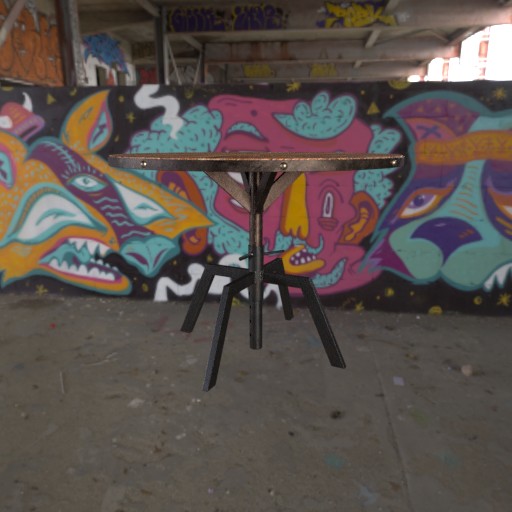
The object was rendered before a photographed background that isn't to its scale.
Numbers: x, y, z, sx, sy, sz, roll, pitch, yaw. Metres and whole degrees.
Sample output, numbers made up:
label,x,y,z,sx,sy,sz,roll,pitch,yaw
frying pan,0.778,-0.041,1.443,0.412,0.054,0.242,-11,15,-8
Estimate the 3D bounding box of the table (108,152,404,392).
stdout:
label,x,y,z,sx,sy,sz,roll,pitch,yaw
table,0.000,0.000,1.470,0.885,0.658,0.885,0,14,0
